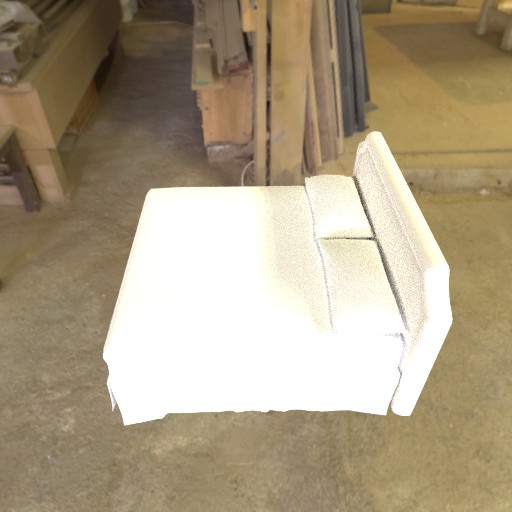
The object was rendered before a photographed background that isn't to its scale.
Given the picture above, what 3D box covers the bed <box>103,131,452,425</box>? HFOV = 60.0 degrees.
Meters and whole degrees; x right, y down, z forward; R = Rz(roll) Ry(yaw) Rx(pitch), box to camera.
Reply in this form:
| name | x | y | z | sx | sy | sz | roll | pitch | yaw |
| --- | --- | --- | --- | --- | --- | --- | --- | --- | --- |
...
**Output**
| name | x | y | z | sx | sy | sz | roll | pitch | yaw |
| --- | --- | --- | --- | --- | --- | --- | --- | --- | --- |
| bed | 0.000 | 0.000 | 3.568 | 2.204 | 1.301 | 2.160 | -1 | 42 | -1 |
